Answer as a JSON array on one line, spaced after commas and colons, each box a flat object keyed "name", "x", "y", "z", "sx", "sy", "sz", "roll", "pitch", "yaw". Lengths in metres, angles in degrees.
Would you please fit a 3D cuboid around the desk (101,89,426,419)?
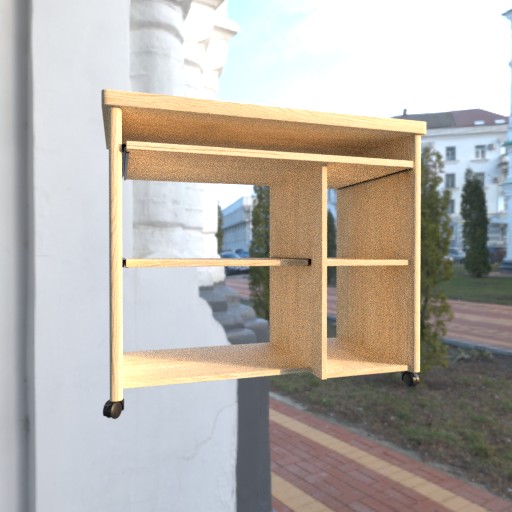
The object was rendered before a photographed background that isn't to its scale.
[{"name": "desk", "x": 0.000, "y": 0.000, "z": 1.369, "sx": 0.885, "sy": 0.770, "sz": 0.480, "roll": 0, "pitch": 1, "yaw": -17}]
